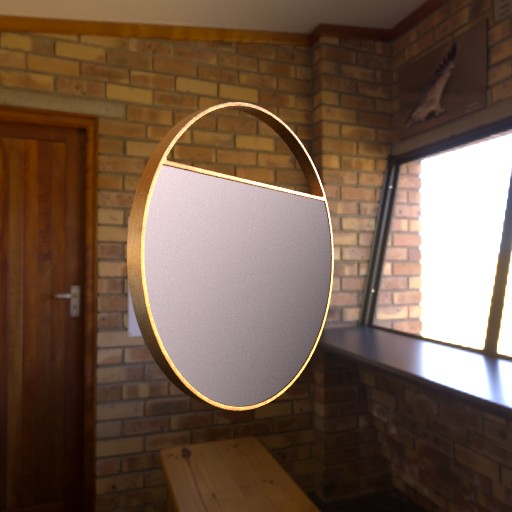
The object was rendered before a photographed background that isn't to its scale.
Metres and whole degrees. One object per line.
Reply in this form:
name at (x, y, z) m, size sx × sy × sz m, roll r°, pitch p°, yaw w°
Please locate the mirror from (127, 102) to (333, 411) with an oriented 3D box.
mirror at (0.000, 0.000, 0.850) m, size 0.032 × 0.565 × 0.565 m, roll -1°, pitch -1°, yaw 38°
